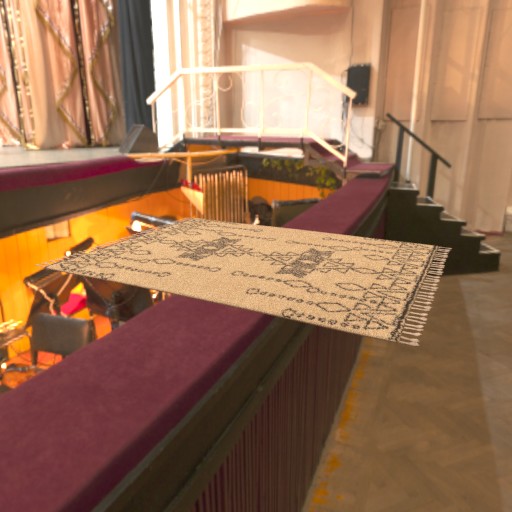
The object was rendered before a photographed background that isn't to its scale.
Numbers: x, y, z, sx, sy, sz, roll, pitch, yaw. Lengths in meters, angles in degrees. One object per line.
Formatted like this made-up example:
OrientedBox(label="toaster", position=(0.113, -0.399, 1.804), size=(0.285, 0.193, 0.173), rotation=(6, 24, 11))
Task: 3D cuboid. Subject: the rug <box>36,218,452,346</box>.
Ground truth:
OrientedBox(label="rug", position=(0.000, 0.000, 3.894), size=(3.027, 0.028, 2.125), rotation=(8, 19, 26))
